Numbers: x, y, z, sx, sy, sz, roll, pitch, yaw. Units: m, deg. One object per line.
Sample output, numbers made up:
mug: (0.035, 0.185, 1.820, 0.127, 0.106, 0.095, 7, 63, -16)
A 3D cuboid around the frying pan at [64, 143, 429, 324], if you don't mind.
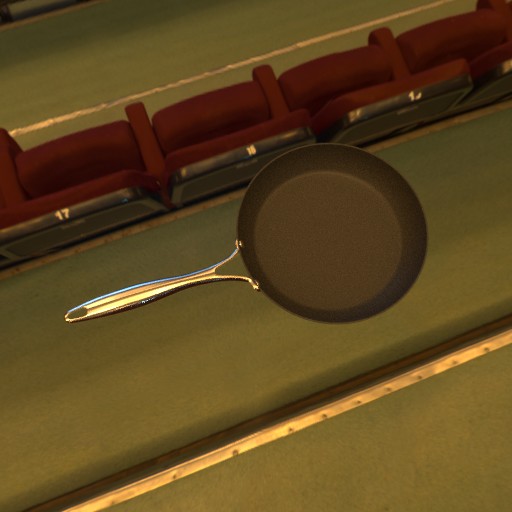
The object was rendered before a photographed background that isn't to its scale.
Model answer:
frying pan: (0.000, 0.000, 0.577, 0.472, 0.105, 0.255, -20, 75, -6)
